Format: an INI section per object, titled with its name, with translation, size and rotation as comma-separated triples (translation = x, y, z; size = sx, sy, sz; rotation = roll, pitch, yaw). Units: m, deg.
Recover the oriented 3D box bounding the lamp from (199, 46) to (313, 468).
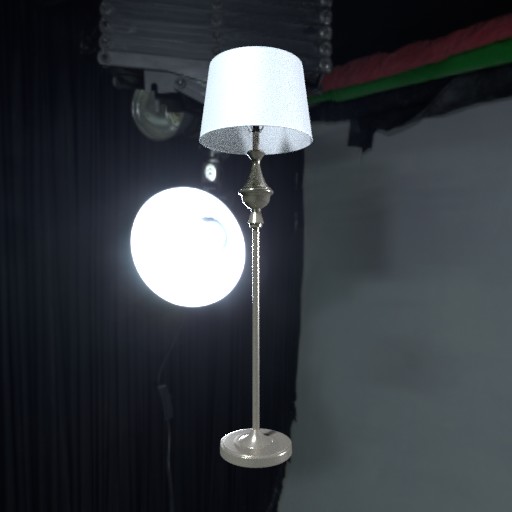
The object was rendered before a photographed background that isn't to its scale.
[lamp]
translation = 0.000, 0.000, 1.692
size = 0.431, 1.488, 0.431
rotation = 0, 0, 0
